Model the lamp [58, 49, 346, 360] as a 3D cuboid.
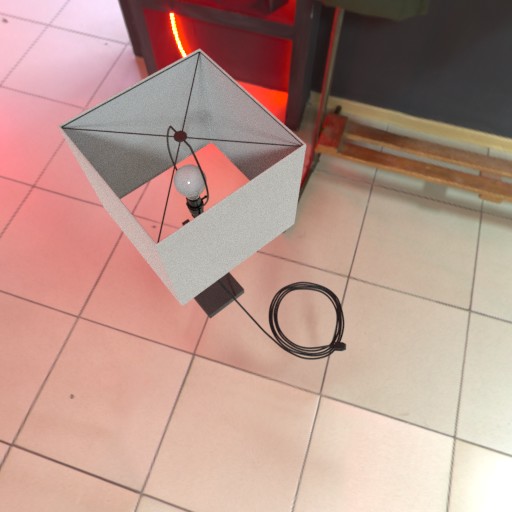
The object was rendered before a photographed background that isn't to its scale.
[{"bbox_3d":[0.000,0.000,0.967,0.399,0.660,0.504,-36,69,-16],"label":"lamp"}]
